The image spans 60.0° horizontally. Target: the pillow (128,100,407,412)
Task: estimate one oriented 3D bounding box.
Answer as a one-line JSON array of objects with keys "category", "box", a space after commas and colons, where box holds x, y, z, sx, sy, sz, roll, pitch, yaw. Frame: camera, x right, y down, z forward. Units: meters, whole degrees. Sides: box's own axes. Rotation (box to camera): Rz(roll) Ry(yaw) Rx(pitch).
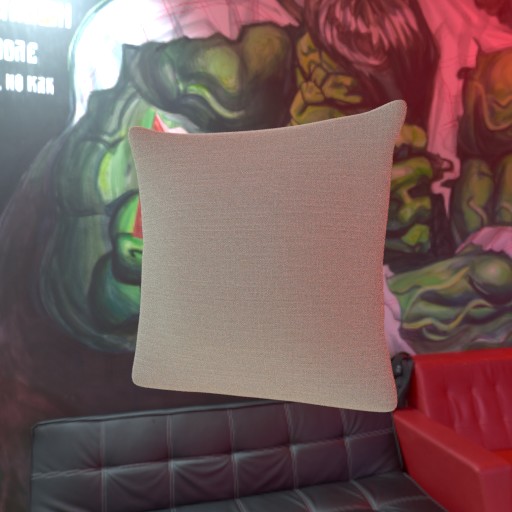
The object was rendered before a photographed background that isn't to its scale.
[{"category": "pillow", "box": [0.000, 0.000, 0.704, 0.451, 0.449, 0.191, 0, 1, 17]}]
